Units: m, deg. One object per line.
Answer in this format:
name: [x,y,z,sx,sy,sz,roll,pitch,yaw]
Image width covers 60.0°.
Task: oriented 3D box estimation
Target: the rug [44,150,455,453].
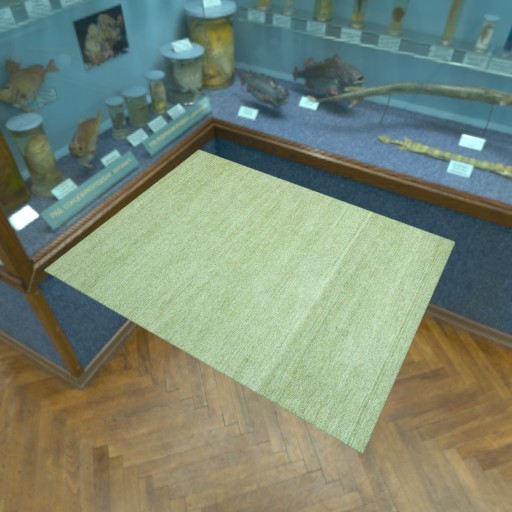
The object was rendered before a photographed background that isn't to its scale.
rug: [0.000,0.000,4.310,3.198,0.016,2.425,24,50,21]
